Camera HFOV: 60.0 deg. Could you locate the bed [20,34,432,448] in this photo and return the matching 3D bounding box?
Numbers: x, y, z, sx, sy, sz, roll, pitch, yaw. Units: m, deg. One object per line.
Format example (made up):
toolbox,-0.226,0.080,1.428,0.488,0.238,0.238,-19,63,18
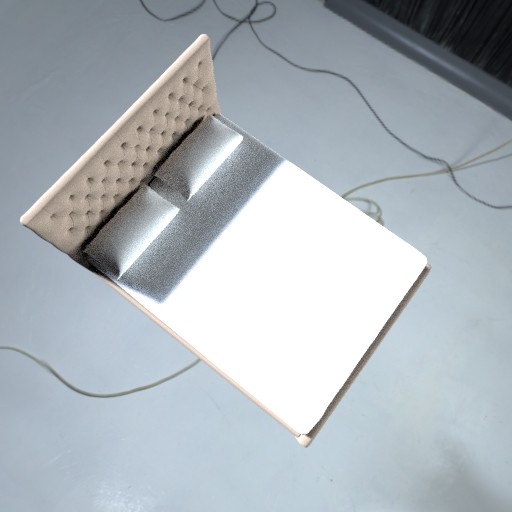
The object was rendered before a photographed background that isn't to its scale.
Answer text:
bed,0.000,0.000,3.239,2.233,1.426,1.696,37,77,10
